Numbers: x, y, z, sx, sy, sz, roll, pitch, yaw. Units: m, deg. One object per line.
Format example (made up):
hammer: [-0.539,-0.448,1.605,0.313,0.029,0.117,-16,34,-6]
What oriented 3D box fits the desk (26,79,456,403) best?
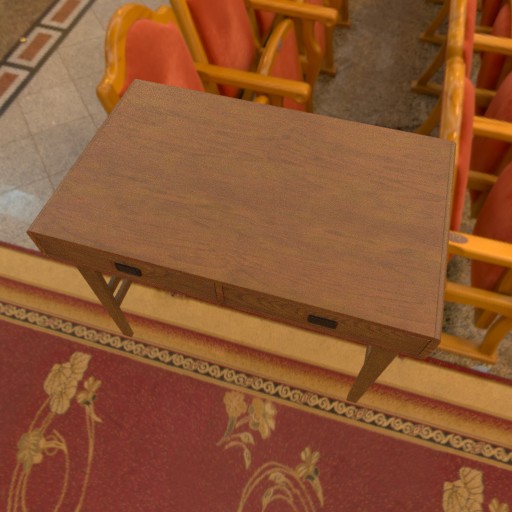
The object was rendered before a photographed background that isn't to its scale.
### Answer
desk: [0.000,0.000,1.557,1.066,0.754,0.660,14,59,9]
